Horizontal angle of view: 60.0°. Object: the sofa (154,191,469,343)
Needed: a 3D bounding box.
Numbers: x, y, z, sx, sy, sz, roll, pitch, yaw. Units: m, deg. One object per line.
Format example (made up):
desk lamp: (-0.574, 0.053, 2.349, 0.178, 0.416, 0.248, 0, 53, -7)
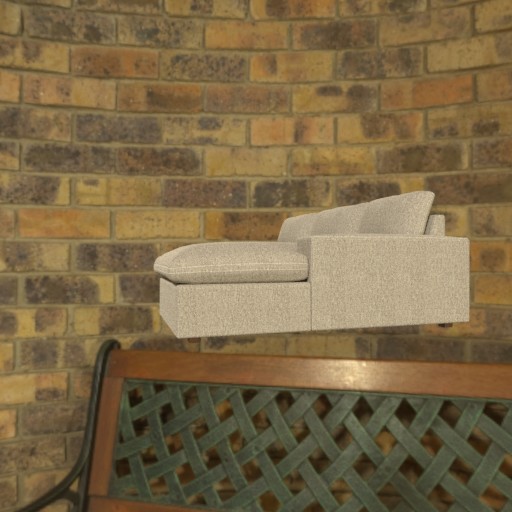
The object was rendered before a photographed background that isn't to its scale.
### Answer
sofa: (0.000, 0.000, 3.550, 1.689, 0.813, 2.718, 0, 0, -18)
